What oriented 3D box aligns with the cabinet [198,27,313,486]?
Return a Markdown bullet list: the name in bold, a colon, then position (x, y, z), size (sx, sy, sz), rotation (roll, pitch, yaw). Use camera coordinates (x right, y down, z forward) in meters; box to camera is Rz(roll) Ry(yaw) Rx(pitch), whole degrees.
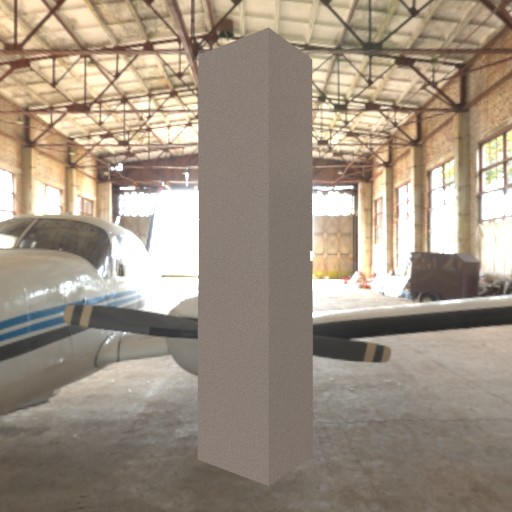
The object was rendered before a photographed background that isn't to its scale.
- **cabinet**: position (0.000, 0.000, 1.551), size (0.300, 1.400, 0.269), rotation (-1, -1, 37)
